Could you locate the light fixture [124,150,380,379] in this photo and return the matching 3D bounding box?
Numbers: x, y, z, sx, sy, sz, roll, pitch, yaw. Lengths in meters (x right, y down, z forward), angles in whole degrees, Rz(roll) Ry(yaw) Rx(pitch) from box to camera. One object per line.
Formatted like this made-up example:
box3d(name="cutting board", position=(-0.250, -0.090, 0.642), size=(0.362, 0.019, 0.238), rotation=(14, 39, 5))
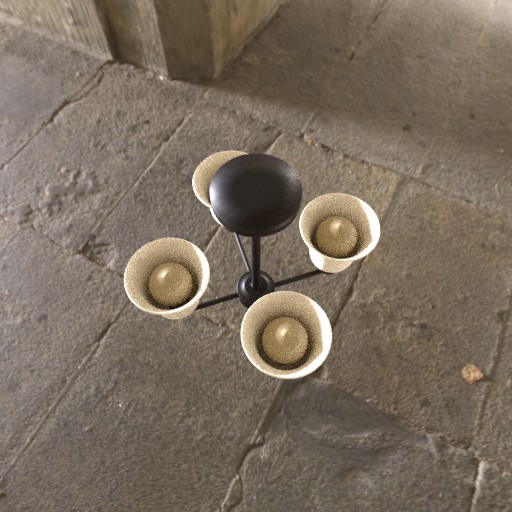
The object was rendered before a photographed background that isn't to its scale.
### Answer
box3d(name="light fixture", position=(0.000, 0.000, 1.844), size=(1.069, 0.925, 1.069), rotation=(-16, 63, -8))
